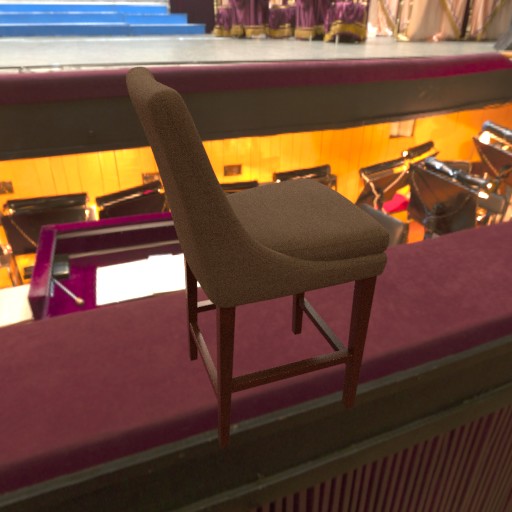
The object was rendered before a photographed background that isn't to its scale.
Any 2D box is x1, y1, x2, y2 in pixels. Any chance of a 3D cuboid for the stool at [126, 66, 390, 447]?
[{"bbox_3d":[0.000,0.000,1.266,0.577,0.981,0.470,-10,31,-18],"label":"stool"}]
